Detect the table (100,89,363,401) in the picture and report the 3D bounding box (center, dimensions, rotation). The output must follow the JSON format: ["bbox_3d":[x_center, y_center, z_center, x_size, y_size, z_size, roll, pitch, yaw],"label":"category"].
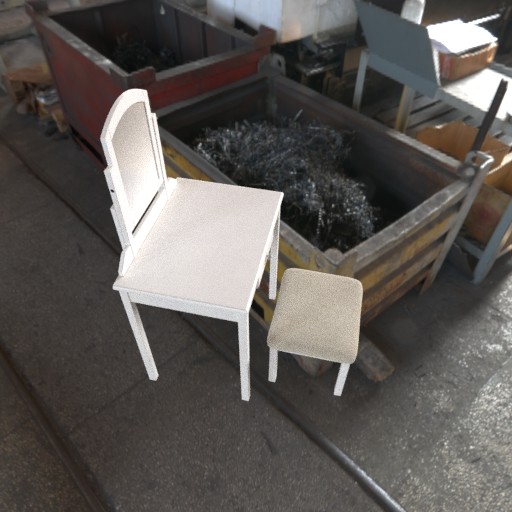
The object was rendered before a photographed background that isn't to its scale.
[{"bbox_3d":[0.000,0.000,2.329,1.211,1.631,0.876,10,47,9],"label":"table"}]
